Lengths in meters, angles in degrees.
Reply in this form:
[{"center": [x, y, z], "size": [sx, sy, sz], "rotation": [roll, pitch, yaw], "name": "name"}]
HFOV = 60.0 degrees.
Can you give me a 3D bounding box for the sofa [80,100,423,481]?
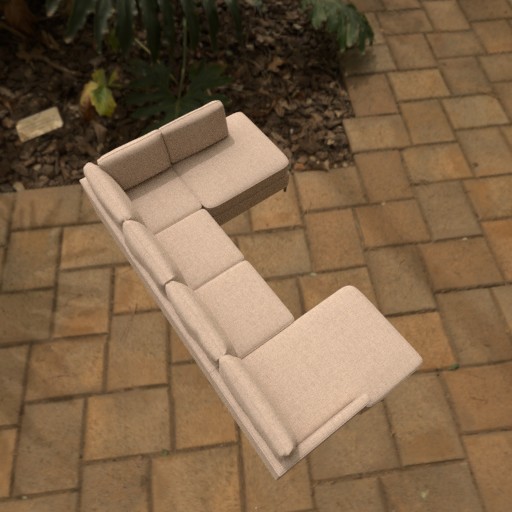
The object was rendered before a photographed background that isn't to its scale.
[{"center": [0.000, 0.000, 4.325], "size": [2.021, 0.996, 3.423], "rotation": [-32, 65, -17], "name": "sofa"}]
